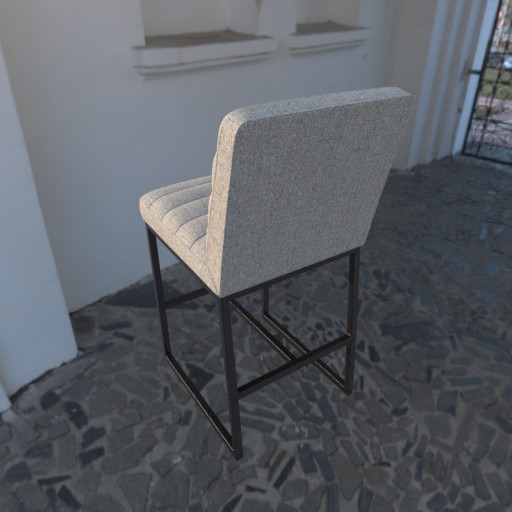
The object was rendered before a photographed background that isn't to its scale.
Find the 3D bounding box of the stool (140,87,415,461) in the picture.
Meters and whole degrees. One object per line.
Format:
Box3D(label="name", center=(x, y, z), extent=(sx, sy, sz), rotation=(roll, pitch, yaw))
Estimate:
Box3D(label="stool", center=(0.000, 0.000, 1.254), extent=(0.460, 0.940, 0.560), rotation=(-19, 35, -29))
